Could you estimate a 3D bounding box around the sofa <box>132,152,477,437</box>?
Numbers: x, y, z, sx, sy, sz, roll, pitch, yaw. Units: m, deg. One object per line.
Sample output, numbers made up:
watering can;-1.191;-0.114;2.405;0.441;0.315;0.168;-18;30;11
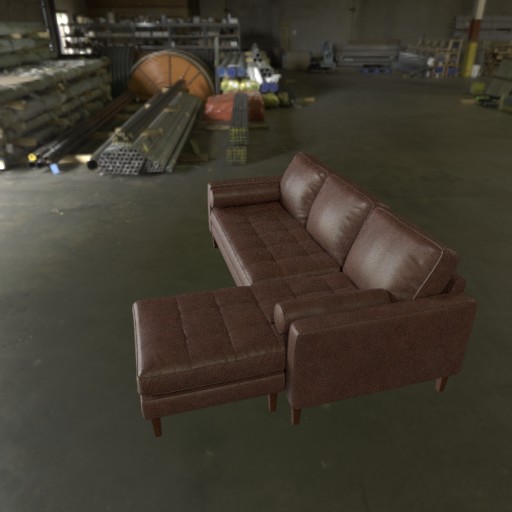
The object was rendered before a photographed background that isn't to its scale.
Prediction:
sofa;0.000;0.000;2.908;1.613;0.841;2.185;-7;28;-14
